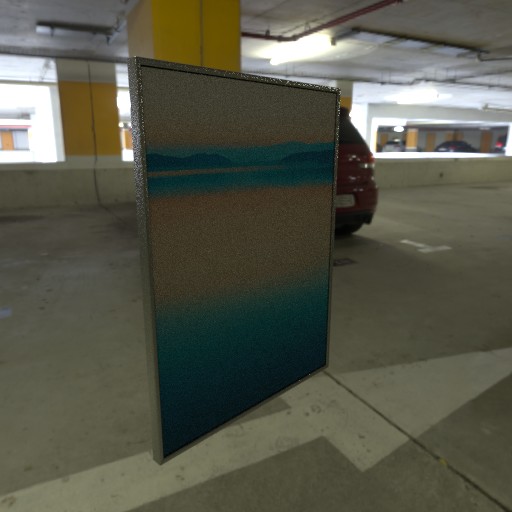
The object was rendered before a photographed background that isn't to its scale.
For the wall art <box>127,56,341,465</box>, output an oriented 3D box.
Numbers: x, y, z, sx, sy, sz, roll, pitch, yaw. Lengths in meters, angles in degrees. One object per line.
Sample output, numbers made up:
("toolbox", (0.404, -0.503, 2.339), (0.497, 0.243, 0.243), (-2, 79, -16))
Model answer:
("wall art", (0.000, 0.000, 1.399), (0.037, 1.062, 0.801), (13, 19, 43))
